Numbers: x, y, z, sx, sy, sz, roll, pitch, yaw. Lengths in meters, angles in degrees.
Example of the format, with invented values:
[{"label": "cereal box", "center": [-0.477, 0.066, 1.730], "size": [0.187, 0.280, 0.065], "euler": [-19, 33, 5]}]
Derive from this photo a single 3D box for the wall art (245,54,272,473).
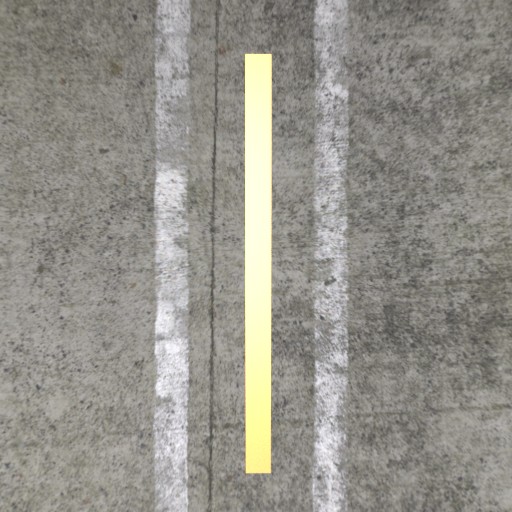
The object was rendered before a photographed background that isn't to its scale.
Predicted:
[{"label": "wall art", "center": [0.000, 0.000, 1.048], "size": [0.038, 0.812, 0.610], "euler": [0, 92, 0]}]
